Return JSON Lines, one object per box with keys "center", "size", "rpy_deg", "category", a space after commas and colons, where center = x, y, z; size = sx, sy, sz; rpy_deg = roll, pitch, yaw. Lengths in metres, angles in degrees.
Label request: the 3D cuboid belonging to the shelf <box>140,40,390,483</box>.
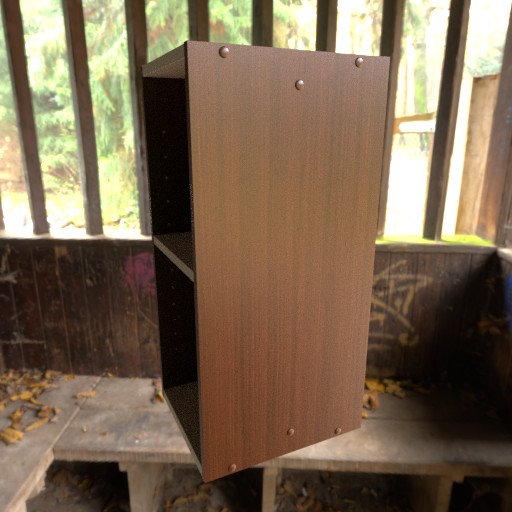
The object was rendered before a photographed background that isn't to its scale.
{"center": [0.000, 0.000, 0.742], "size": [0.290, 0.600, 0.253], "rpy_deg": [-8, 18, -25], "category": "shelf"}
